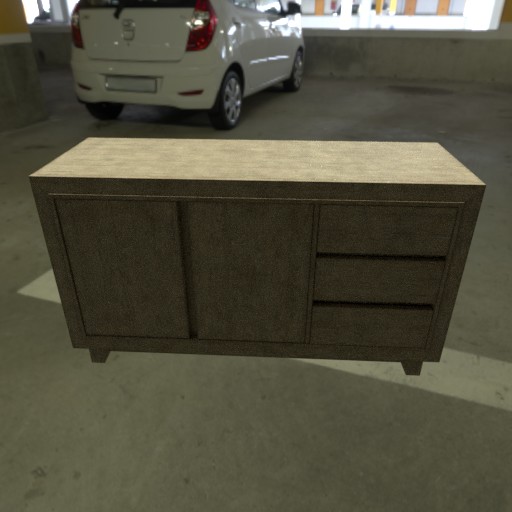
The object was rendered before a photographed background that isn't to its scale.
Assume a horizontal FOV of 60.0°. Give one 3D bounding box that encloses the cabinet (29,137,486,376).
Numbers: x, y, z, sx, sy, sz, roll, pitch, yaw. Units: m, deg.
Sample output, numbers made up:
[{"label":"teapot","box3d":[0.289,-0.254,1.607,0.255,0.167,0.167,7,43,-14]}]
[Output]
[{"label":"cabinet","box3d":[0.000,0.000,1.828,1.460,0.825,0.511,2,29,3]}]
